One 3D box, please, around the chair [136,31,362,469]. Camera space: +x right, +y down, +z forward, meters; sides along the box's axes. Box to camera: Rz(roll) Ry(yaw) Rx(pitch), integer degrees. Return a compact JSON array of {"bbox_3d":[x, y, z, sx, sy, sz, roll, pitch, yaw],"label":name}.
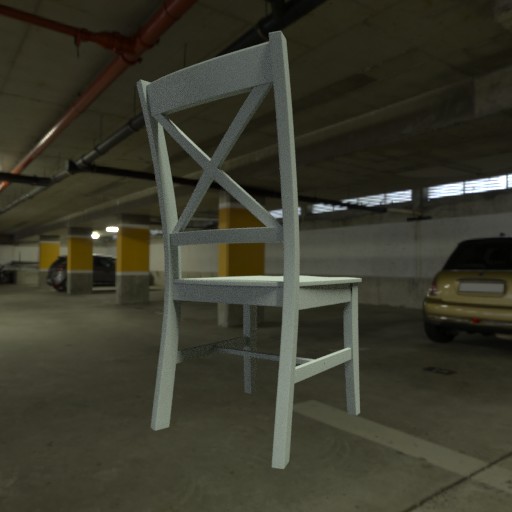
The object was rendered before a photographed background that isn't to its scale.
[{"bbox_3d":[0.000,0.000,1.312,0.485,0.983,0.542,-1,-1,35],"label":"chair"}]
